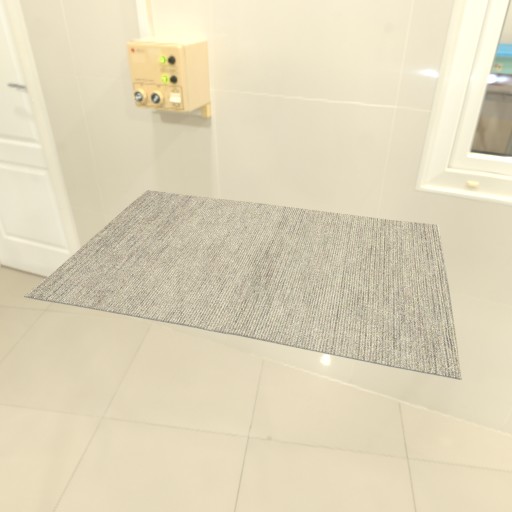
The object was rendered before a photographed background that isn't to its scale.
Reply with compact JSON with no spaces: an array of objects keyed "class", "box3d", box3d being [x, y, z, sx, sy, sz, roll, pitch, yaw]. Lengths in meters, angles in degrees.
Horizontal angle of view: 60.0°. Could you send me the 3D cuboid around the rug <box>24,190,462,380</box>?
[{"class":"rug","box3d":[0.000,0.000,2.205,1.804,0.022,1.162,8,33,13]}]
